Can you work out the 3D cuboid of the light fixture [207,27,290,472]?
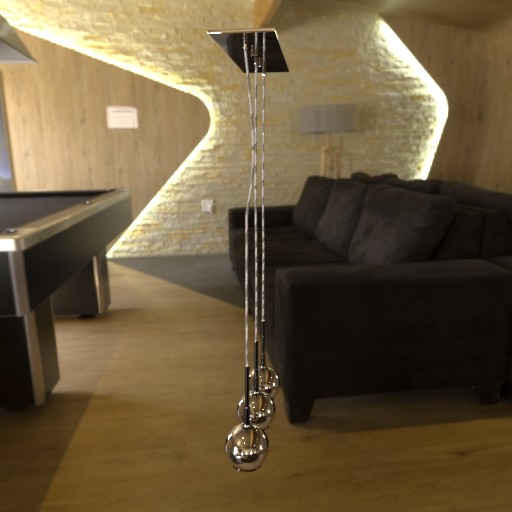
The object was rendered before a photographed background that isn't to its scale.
[{"bbox_3d":[0.000,0.000,1.657,0.188,1.408,0.623,2,13,8],"label":"light fixture"}]
